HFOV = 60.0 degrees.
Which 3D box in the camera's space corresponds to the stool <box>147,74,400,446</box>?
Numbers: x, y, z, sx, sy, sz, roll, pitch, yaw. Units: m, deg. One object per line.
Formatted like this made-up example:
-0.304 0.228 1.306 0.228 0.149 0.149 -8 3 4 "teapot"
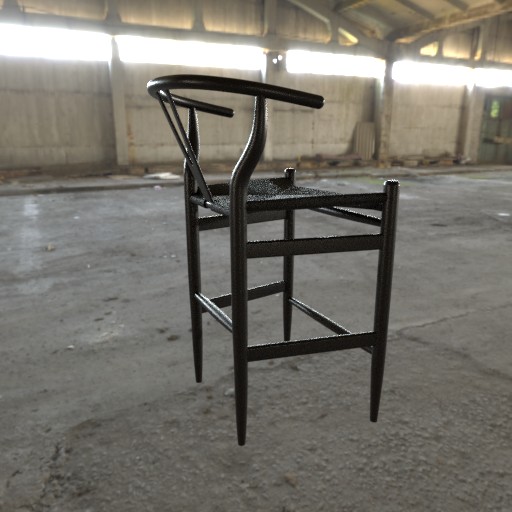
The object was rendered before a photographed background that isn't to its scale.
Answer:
0.000 0.000 1.335 0.579 0.970 0.569 -7 17 -25 "stool"
